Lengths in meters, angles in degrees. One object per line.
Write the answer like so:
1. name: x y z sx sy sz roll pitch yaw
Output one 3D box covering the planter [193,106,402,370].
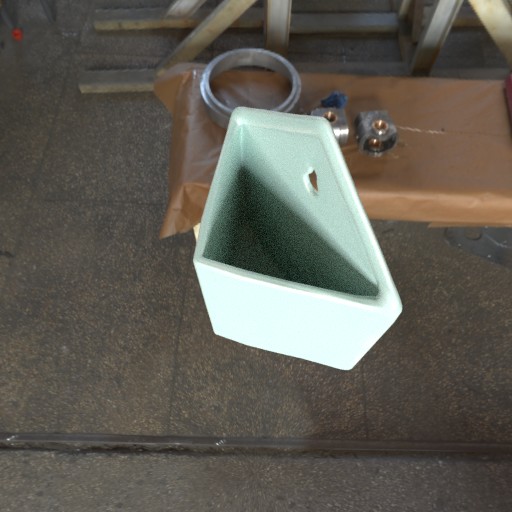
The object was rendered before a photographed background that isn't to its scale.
1. planter: 0.000 0.000 0.279 0.079 0.197 0.164 -29 67 -14
